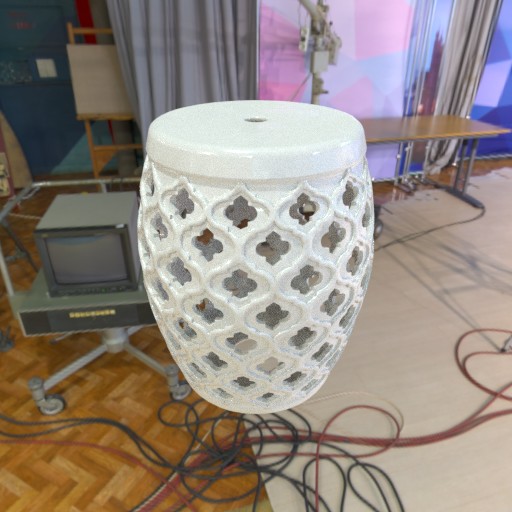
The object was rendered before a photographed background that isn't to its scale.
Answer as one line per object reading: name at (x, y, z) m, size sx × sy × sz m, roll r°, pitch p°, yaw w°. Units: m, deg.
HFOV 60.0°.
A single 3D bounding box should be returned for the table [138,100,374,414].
table at (0.000, 0.000, 0.642) m, size 0.325 × 0.388 × 0.325 m, roll 0°, pitch 30°, yaw 0°
